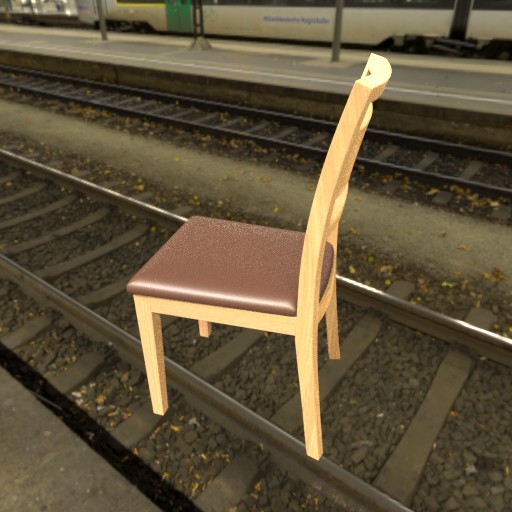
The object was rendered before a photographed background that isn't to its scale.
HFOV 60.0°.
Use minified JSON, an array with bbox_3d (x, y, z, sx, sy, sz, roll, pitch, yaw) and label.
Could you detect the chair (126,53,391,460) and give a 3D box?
[{"bbox_3d":[0.000,0.000,1.156,0.545,0.940,0.420,8,32,14],"label":"chair"}]
